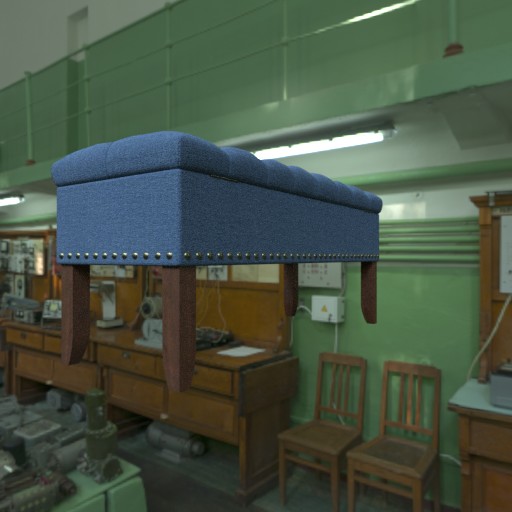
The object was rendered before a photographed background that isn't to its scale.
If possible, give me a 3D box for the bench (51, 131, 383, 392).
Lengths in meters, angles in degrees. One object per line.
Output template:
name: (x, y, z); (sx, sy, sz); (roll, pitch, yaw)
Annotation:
bench: (0.000, 0.000, 1.317); (0.417, 0.492, 1.052); (0, 0, 35)
